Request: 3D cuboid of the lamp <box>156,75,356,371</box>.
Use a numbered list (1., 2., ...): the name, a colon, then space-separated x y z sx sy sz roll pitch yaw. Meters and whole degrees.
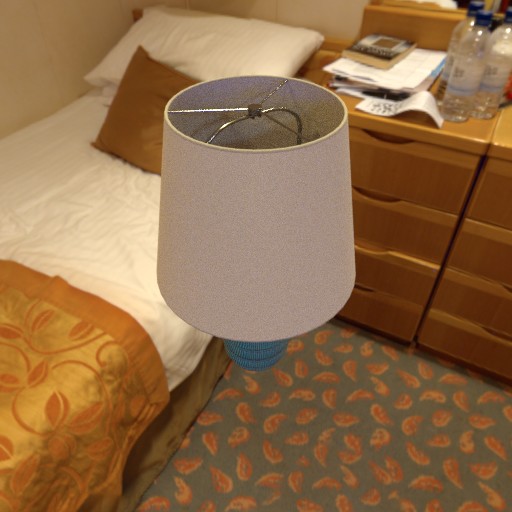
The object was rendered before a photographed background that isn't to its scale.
1. lamp: 0.000 0.000 0.566 0.254 0.392 0.254 0 42 0
